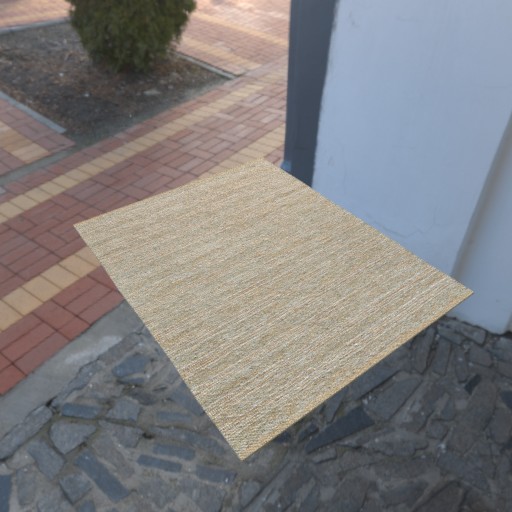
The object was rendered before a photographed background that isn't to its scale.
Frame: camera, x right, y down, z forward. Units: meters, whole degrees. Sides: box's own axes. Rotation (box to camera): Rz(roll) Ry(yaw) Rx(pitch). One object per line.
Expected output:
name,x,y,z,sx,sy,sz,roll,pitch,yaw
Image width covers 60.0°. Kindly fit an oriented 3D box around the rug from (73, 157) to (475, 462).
rug,0.000,0.000,4.201,2.471,0.012,3.034,-26,47,-27
